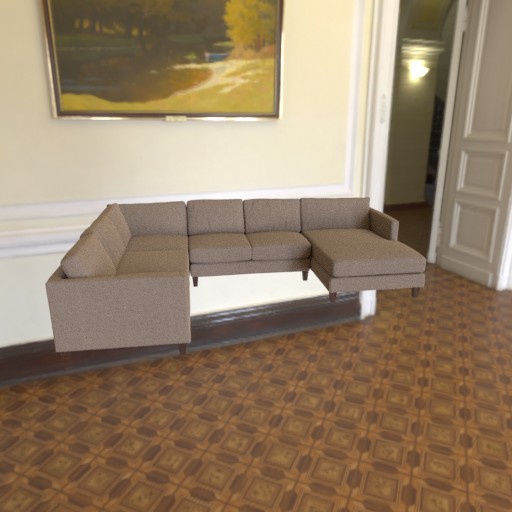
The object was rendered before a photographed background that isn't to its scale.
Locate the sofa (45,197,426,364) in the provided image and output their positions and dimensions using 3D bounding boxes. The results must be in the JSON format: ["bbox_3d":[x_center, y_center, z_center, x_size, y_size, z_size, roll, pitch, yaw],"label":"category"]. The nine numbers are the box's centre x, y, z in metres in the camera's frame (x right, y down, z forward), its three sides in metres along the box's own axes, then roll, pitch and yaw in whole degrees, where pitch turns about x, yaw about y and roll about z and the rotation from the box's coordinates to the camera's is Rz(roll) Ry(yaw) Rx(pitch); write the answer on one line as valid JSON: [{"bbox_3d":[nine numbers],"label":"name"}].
[{"bbox_3d":[0.000,0.000,4.626,3.438,0.865,2.424,-3,18,-8],"label":"sofa"}]
